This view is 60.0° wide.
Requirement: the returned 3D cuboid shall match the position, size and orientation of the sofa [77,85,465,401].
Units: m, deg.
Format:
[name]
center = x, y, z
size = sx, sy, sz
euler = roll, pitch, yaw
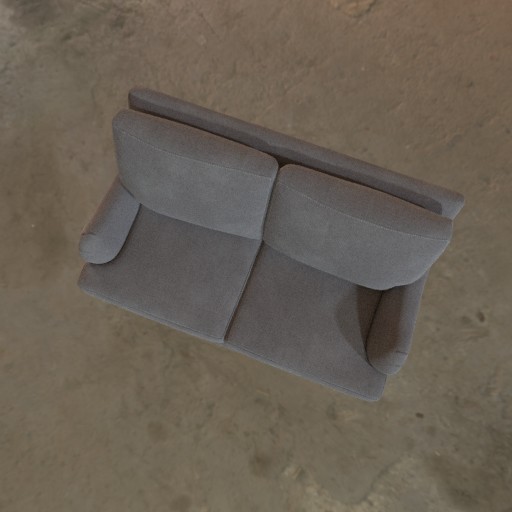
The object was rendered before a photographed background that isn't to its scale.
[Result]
[sofa]
center = 0.000, 0.000, 2.540
size = 1.853, 1.101, 1.084
euler = 20, 77, 5
